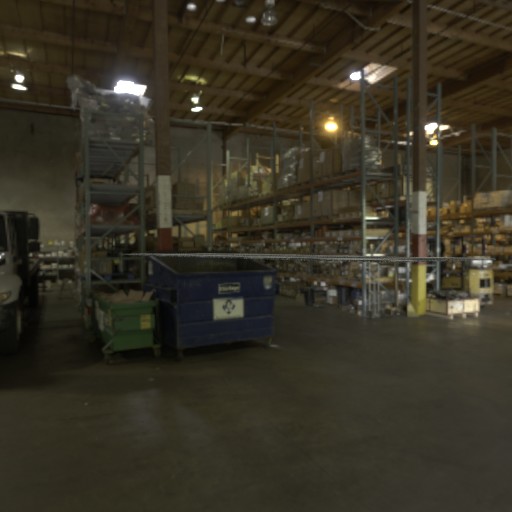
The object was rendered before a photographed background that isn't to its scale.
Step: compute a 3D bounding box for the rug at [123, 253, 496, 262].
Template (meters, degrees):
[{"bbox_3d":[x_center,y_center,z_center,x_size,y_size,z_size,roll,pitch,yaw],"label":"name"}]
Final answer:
[{"bbox_3d":[0.000,0.000,2.644,0.760,0.012,2.434,-1,1,-36],"label":"rug"}]
